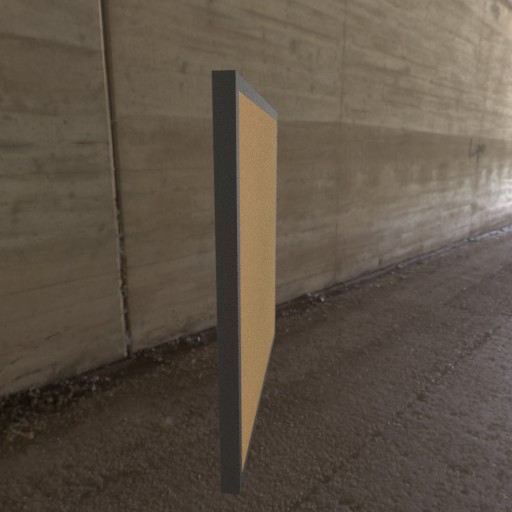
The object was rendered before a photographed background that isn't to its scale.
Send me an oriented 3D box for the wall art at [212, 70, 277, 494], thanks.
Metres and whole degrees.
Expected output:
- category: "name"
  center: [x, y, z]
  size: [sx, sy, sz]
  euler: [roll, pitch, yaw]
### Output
- category: "wall art"
  center: [0.000, 0.000, 1.131]
  size: [0.037, 0.760, 0.762]
  euler: [2, 13, 7]
